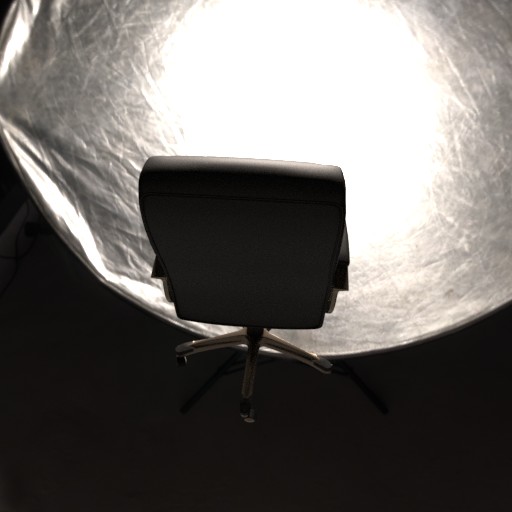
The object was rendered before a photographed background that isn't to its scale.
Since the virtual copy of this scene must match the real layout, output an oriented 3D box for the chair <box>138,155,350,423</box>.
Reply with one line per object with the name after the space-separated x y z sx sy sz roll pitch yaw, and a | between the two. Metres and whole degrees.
0.000 0.000 1.634 0.694 1.188 0.748 4 46 3 | chair
